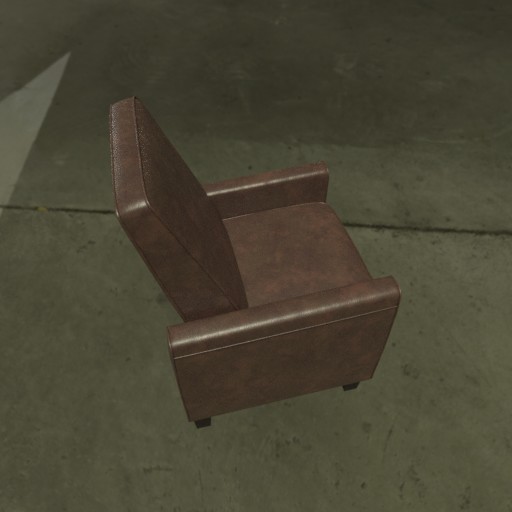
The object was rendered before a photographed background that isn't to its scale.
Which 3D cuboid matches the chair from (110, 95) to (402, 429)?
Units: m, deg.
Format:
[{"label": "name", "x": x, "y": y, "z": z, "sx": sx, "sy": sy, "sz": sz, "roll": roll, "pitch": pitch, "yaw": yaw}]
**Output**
[{"label": "chair", "x": 0.000, "y": 0.000, "z": 1.519, "sx": 0.746, "sy": 1.013, "sz": 0.705, "roll": -10, "pitch": 47, "yaw": -10}]
